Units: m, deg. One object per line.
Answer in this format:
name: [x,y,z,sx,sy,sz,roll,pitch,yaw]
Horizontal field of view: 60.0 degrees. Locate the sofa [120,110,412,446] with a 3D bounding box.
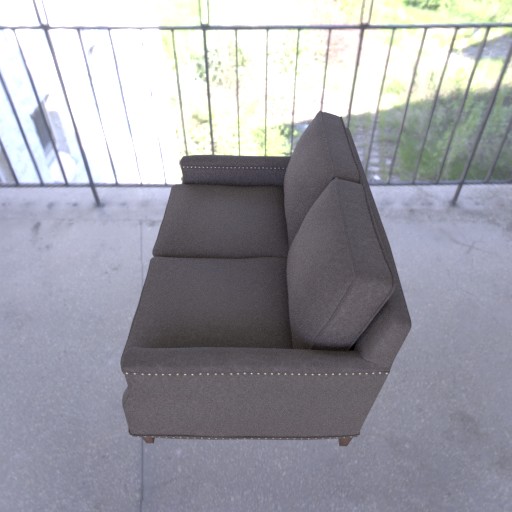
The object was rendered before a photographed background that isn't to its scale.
sofa: [0.000,0.000,2.261,1.084,1.003,1.597,1,41,1]
